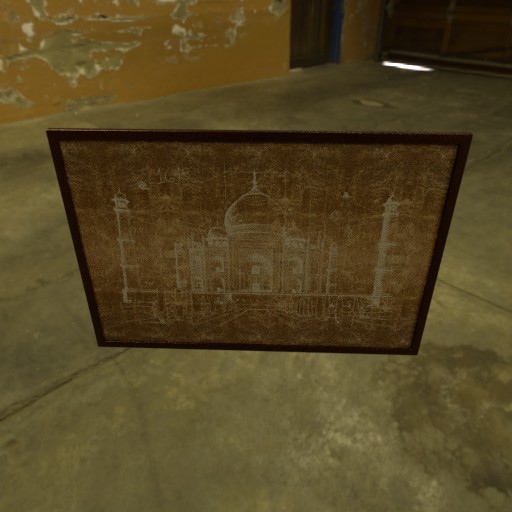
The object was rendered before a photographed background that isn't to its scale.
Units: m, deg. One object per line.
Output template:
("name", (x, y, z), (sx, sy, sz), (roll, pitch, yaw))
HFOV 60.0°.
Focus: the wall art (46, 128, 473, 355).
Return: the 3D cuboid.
("wall art", (0.000, 0.000, 0.994), (0.816, 0.559, 0.014), (1, 31, 2))
